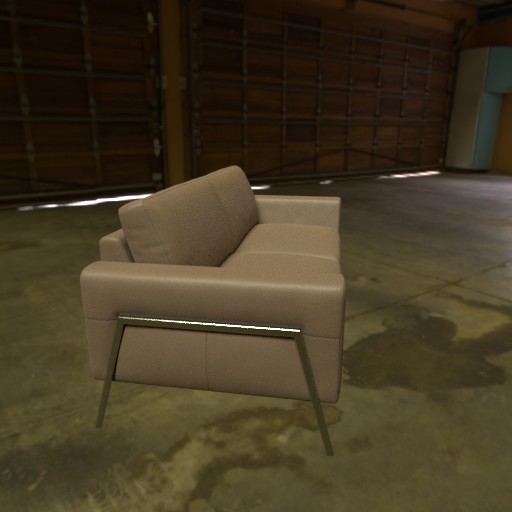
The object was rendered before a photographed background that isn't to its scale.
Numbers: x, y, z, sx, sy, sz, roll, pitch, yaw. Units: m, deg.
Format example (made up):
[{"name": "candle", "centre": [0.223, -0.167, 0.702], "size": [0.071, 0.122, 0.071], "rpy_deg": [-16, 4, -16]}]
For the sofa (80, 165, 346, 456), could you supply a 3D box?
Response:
[{"name": "sofa", "centre": [0.000, 0.000, 2.493], "size": [0.953, 0.875, 2.017], "rpy_deg": [3, 16, 10]}]
